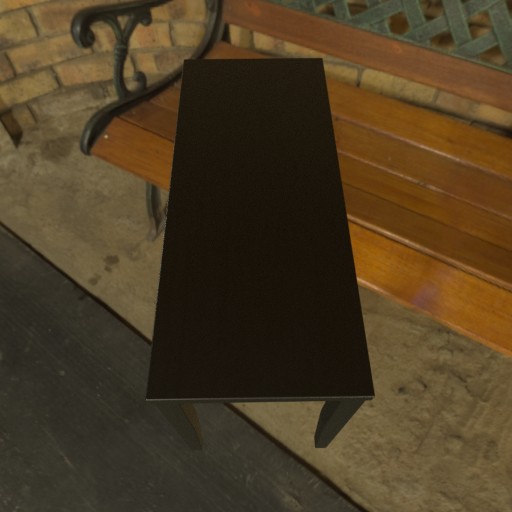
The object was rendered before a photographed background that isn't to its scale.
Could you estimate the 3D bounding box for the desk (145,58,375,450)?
[{"bbox_3d":[0.000,0.000,1.625,0.508,0.775,1.220,-1,58,0],"label":"desk"}]
